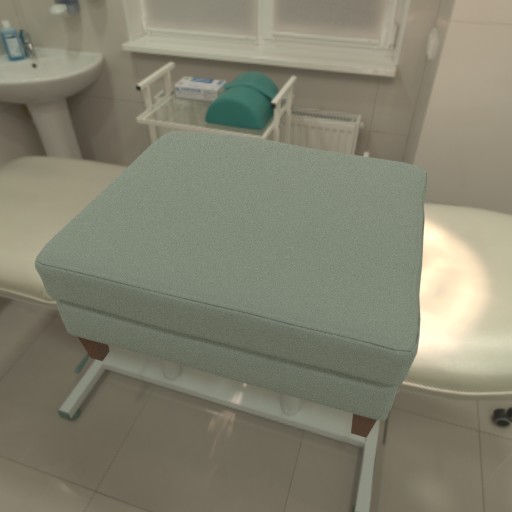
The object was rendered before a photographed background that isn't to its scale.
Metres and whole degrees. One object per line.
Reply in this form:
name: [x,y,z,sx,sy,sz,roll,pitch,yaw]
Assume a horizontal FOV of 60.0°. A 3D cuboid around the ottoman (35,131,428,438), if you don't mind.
ottoman: [0.000,0.000,1.463,0.991,0.494,0.842,12,42,13]
